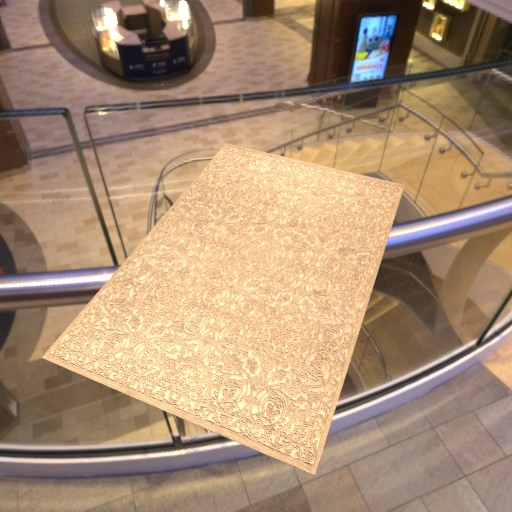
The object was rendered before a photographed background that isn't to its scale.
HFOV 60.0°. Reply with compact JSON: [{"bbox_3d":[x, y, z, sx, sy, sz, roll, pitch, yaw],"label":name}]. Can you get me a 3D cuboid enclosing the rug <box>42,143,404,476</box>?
[{"bbox_3d":[0.000,0.000,2.317,1.221,0.006,1.827,17,48,16],"label":"rug"}]
